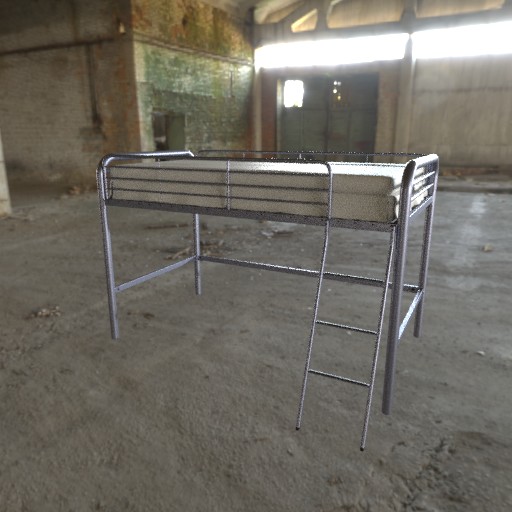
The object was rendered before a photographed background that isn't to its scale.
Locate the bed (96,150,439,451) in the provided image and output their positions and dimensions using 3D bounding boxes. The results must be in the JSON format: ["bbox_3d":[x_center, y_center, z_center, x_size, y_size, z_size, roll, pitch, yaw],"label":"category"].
[{"bbox_3d":[0.000,0.000,2.881,1.965,1.288,1.415,8,17,27],"label":"bed"}]
